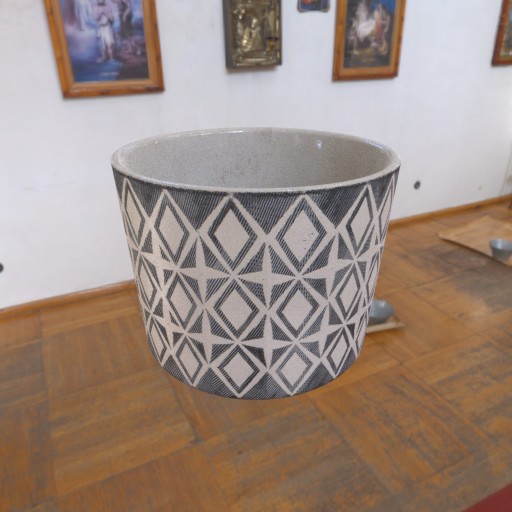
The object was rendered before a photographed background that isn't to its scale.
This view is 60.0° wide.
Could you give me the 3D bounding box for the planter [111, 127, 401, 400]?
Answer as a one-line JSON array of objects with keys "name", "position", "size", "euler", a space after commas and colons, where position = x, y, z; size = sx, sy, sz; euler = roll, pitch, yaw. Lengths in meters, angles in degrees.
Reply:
[{"name": "planter", "position": [0.000, 0.000, 0.460], "size": [0.260, 0.220, 0.260], "euler": [0, 25, 0]}]
